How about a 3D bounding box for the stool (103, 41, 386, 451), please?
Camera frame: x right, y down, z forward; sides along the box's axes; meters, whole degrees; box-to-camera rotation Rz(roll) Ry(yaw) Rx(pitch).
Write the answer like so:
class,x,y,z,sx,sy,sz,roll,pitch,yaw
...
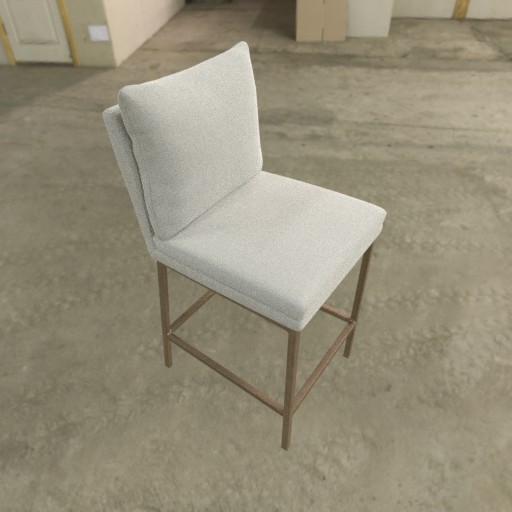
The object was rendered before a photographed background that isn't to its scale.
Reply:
class,x,y,z,sx,sy,sz,roll,pitch,yaw
stool,0.000,0.000,1.299,0.572,1.032,0.463,24,46,26
